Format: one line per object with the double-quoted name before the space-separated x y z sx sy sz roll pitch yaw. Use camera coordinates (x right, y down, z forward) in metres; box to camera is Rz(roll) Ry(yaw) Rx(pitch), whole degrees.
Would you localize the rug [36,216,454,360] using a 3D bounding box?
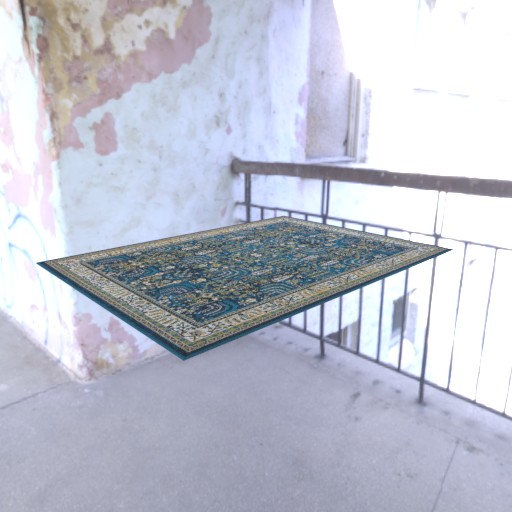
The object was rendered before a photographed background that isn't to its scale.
"rug" 0.000 0.000 3.978 3.044 0.015 2.226 -15 22 -41
